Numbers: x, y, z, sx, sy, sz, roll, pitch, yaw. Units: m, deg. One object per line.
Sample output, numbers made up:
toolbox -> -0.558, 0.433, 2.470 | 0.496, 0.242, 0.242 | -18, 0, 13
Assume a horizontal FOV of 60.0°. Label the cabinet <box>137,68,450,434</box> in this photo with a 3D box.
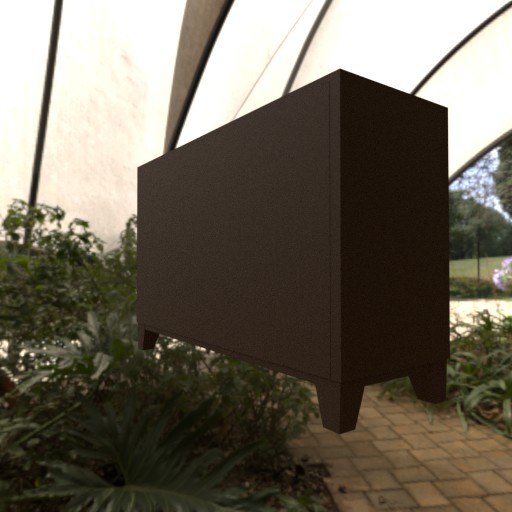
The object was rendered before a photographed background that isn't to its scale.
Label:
cabinet -> 0.000, 0.000, 1.807 | 0.482, 0.914, 1.396 | 1, -1, -35
